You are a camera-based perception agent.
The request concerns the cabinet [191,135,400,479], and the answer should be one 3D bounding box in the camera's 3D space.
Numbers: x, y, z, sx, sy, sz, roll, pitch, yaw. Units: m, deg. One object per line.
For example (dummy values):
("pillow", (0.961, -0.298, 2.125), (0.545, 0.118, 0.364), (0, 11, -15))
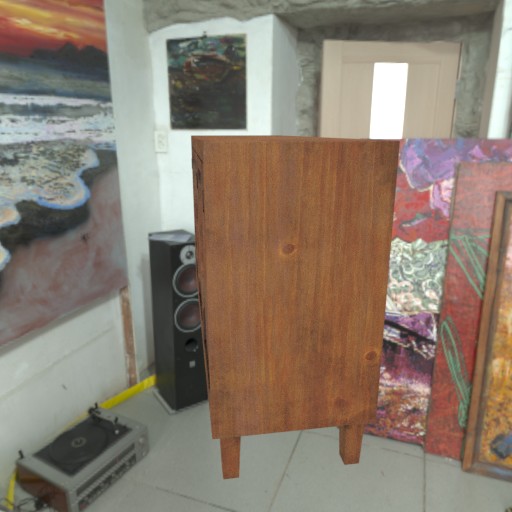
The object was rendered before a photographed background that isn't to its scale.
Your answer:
("cabinet", (0.000, 0.000, 1.555), (0.403, 0.805, 1.204), (-2, 16, -9))
